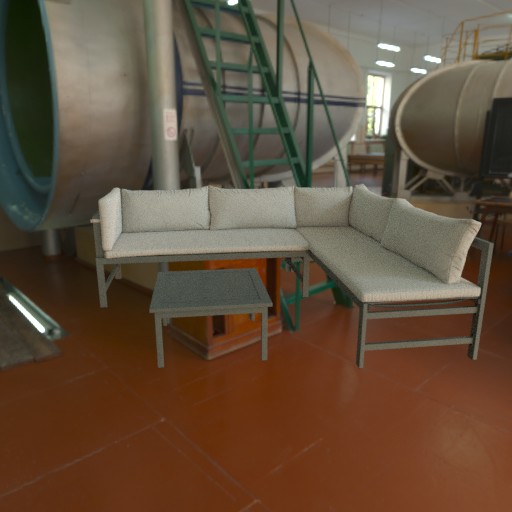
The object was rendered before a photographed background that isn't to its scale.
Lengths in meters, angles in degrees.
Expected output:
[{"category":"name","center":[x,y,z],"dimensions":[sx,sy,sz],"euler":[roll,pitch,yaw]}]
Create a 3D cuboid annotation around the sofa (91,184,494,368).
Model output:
[{"category":"sofa","center":[0.000,0.000,2.863],"dimensions":[2.096,0.758,1.658],"euler":[-2,16,-8]}]
